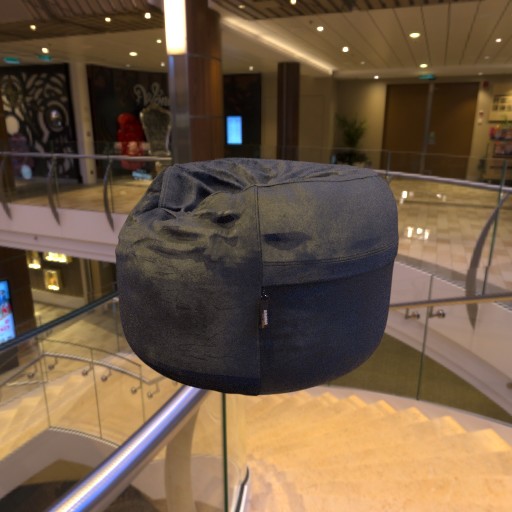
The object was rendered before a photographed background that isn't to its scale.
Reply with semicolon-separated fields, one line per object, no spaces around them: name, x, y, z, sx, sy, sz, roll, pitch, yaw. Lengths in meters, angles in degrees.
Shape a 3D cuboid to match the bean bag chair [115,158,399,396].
bean bag chair;0.000;0.000;1.508;0.918;0.605;0.918;0;16;0
